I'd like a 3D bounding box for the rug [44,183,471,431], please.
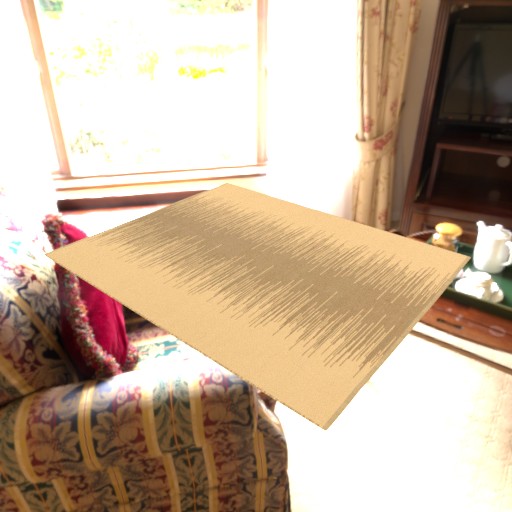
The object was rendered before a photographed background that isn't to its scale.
[{"bbox_3d":[0.000,0.000,4.033,3.037,0.010,2.453,22,36,34],"label":"rug"}]
